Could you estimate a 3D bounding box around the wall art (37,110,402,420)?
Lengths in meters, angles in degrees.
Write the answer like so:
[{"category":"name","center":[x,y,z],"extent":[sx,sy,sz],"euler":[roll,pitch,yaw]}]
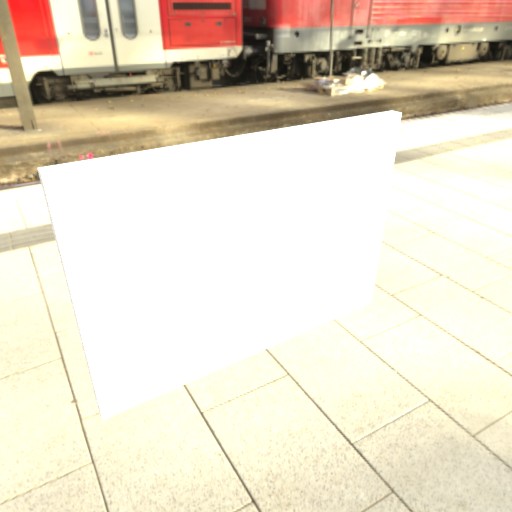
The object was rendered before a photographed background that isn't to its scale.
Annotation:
[{"category":"wall art","center":[0.000,0.000,1.656],"extent":[1.308,0.902,0.051],"euler":[-18,34,-28]}]
